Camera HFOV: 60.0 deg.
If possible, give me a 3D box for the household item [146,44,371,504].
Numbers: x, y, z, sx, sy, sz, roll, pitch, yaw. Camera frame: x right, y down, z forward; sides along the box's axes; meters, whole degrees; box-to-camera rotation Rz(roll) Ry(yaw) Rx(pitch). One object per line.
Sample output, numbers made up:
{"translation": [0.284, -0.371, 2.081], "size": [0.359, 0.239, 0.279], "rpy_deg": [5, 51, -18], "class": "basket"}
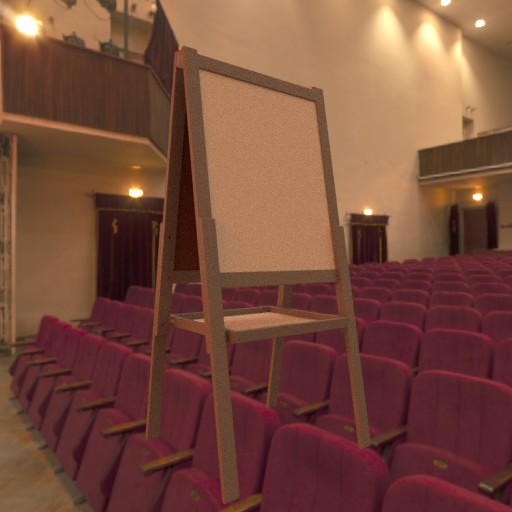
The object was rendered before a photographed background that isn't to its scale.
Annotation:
{"translation": [0.000, 0.000, 1.388], "size": [0.531, 1.172, 0.469], "rpy_deg": [0, 0, -37], "class": "household item"}
